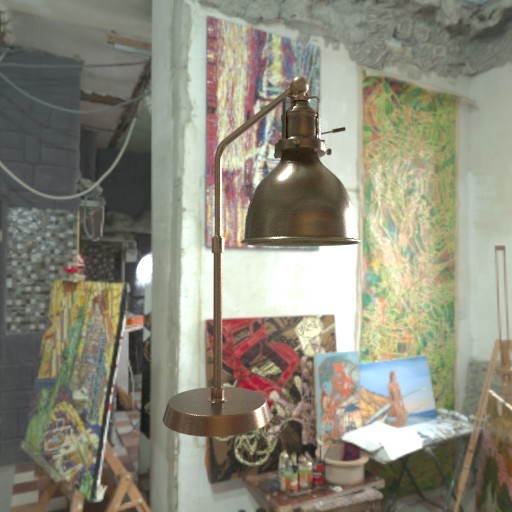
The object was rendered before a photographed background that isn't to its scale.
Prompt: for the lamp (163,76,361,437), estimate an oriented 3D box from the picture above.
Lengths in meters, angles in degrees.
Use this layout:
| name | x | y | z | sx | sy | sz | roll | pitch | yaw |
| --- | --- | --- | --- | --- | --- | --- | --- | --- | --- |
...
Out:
| name | x | y | z | sx | sy | sz | roll | pitch | yaw |
| --- | --- | --- | --- | --- | --- | --- | --- | --- | --- |
| lamp | 0.000 | 0.000 | 0.600 | 0.286 | 0.456 | 0.153 | -1 | -2 | 34 |
